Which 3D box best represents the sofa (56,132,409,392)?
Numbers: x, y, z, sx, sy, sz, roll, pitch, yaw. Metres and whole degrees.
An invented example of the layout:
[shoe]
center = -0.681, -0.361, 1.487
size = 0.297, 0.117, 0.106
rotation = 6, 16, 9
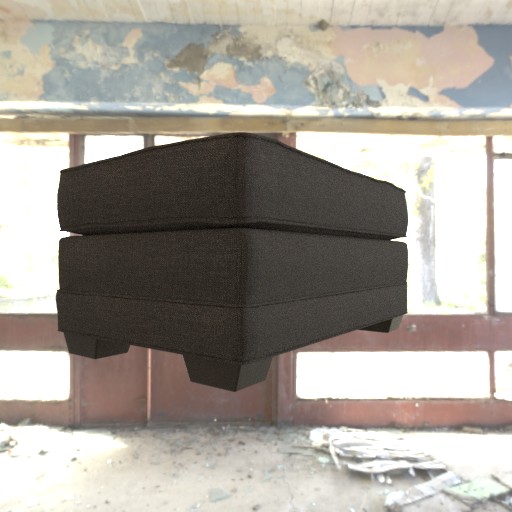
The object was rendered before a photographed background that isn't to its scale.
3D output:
[sofa]
center = 0.000, 0.000, 1.205
size = 0.578, 0.457, 0.854
rotation = 0, 0, 37
